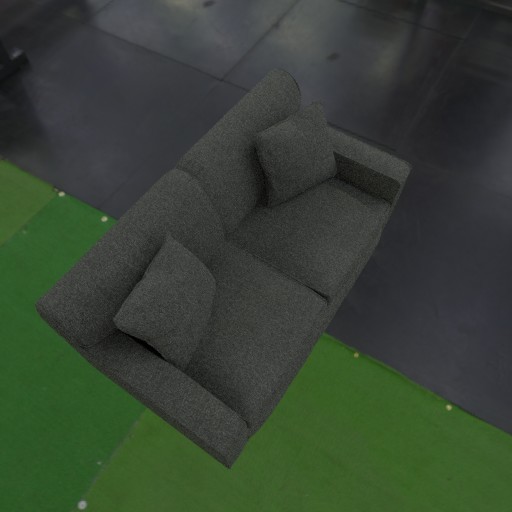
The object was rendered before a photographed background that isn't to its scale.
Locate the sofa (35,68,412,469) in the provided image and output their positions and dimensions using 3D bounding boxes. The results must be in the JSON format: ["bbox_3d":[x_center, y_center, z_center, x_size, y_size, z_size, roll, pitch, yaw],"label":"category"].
[{"bbox_3d":[0.000,0.000,2.401,0.998,0.958,1.846,30,64,17],"label":"sofa"}]
